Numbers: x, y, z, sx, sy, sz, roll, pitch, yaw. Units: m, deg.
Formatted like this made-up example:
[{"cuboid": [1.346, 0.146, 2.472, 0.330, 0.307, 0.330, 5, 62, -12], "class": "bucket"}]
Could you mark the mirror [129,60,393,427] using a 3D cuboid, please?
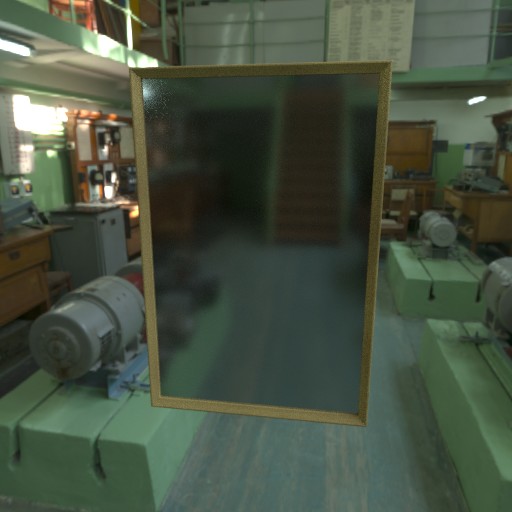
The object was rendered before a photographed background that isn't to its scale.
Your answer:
[{"cuboid": [0.000, 0.000, 1.144, 0.609, 0.915, 0.041, 2, 14, 9], "class": "mirror"}]
